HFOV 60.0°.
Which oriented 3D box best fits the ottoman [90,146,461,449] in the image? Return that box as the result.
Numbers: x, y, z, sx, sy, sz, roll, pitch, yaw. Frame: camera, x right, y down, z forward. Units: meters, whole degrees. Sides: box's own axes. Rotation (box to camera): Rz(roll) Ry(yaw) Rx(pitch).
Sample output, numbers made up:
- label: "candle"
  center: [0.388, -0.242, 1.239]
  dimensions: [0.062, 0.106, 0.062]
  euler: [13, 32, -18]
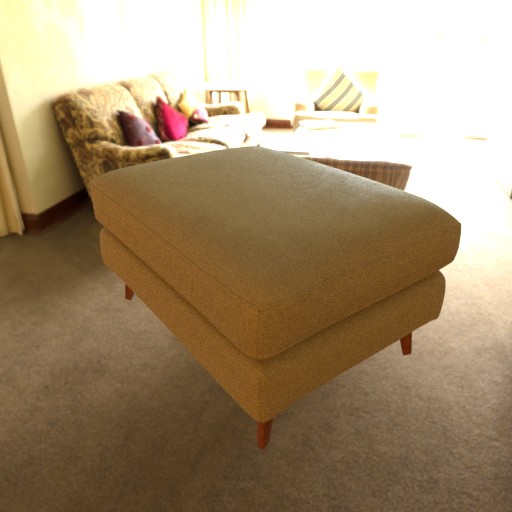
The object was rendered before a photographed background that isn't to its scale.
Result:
- label: "ottoman"
  center: [0.000, 0.000, 1.180]
  dimensions: [0.608, 0.449, 0.811]
  euler: [-19, 33, -32]
